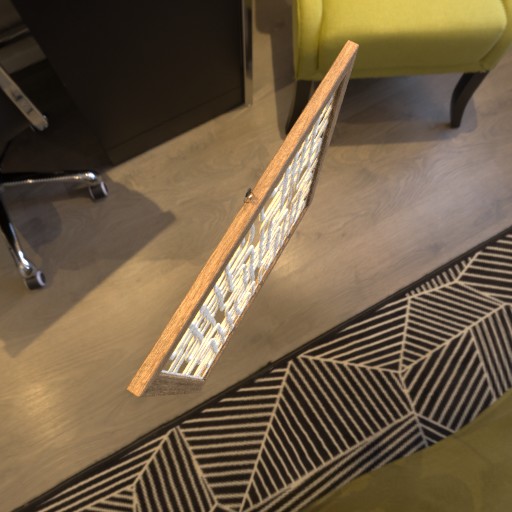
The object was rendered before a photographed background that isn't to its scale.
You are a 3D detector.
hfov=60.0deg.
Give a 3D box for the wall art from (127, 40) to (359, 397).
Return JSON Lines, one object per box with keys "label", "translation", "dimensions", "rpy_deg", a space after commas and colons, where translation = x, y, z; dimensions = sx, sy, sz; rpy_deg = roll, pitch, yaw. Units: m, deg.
{"label": "wall art", "translation": [0.000, 0.000, 0.830], "dimensions": [0.021, 0.582, 0.561], "rpy_deg": [29, 76, 8]}
